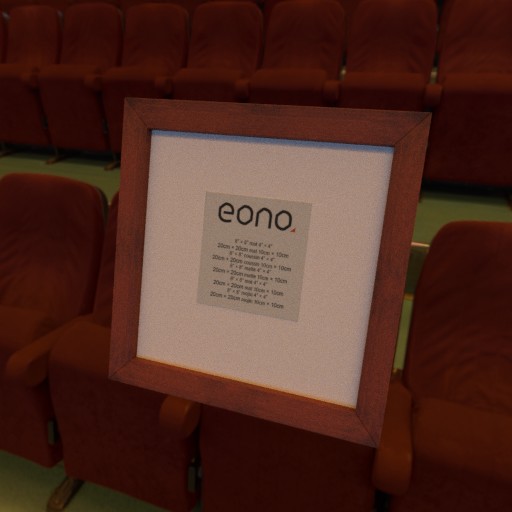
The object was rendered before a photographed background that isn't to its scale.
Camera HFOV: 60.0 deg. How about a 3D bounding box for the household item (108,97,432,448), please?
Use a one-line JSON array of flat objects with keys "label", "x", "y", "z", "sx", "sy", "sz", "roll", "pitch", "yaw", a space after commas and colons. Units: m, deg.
[{"label": "household item", "x": 0.000, "y": 0.000, "z": 0.374, "sx": 0.240, "sy": 0.240, "sz": 0.131, "roll": 9, "pitch": 28, "yaw": 16}]
